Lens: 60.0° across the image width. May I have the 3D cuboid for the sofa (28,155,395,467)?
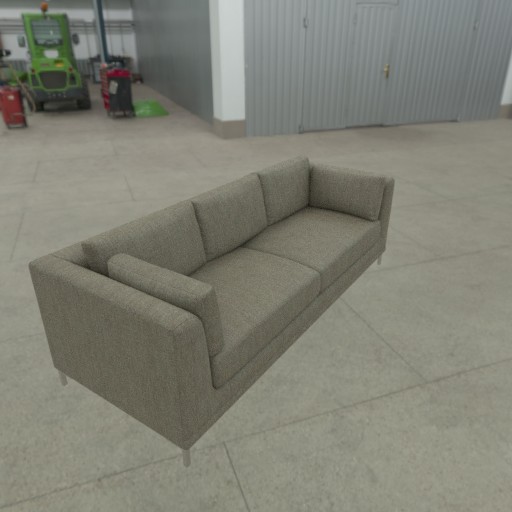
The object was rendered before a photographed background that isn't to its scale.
[{"bbox_3d":[0.000,0.000,2.875,0.969,0.867,2.415,17,31,31],"label":"sofa"}]
